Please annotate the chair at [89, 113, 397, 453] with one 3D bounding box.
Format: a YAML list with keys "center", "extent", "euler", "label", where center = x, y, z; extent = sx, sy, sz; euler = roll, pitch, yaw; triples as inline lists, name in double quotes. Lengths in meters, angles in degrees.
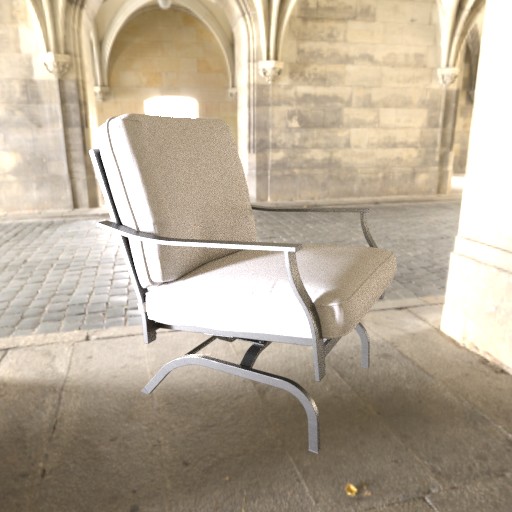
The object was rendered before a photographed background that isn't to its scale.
- center: [0.000, 0.000, 1.410]
  extent: [0.787, 0.860, 0.650]
  euler: [8, 17, 27]
  label: "chair"
